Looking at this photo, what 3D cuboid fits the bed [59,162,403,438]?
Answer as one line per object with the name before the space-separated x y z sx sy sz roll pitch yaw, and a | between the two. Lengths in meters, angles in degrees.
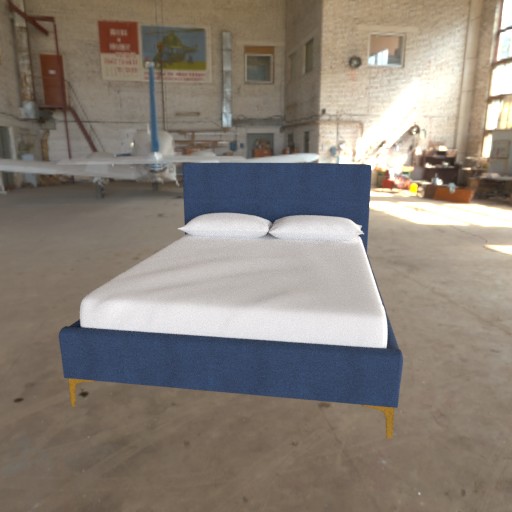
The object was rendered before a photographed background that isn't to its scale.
bed | 0.000 0.000 3.143 1.723 1.231 2.172 2 14 9
